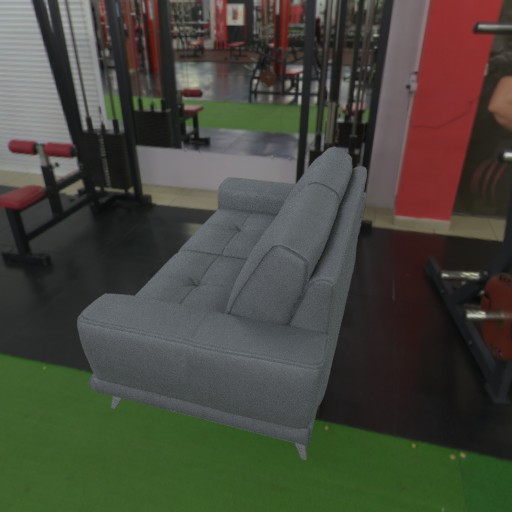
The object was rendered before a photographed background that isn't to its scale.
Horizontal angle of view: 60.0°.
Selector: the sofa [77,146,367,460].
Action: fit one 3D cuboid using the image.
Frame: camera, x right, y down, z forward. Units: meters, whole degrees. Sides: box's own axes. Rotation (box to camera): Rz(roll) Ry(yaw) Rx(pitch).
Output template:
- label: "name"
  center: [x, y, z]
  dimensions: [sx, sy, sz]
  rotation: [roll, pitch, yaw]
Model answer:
- label: "sofa"
  center: [0.000, 0.000, 2.414]
  dimensions: [1.018, 0.907, 1.806]
  rotation: [9, 31, 15]
